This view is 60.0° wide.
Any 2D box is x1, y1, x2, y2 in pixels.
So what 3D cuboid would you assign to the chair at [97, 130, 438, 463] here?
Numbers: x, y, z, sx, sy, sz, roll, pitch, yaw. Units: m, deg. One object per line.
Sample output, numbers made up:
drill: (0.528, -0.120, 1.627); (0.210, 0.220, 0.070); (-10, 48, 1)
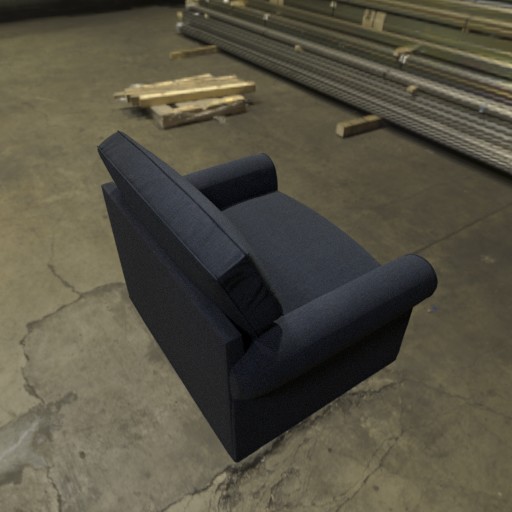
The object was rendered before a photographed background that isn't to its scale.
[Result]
chair: (0.000, 0.000, 2.024); (0.963, 1.044, 1.285); (-23, 44, -26)
